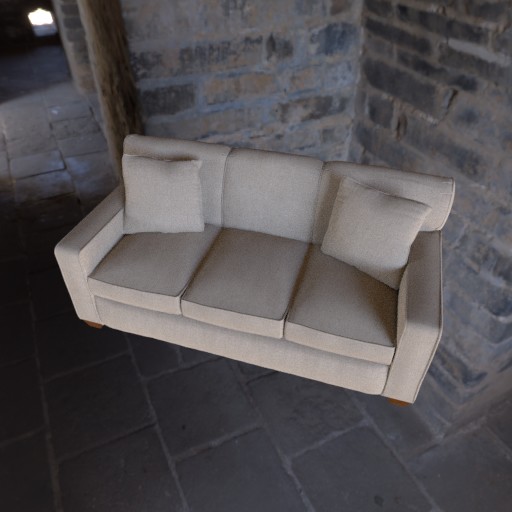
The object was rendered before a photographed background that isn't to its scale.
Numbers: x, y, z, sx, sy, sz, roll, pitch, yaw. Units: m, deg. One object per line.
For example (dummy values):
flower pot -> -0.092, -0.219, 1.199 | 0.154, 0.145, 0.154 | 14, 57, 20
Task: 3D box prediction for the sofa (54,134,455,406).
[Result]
sofa -> 0.000, 0.000, 2.597 | 2.024, 0.958, 0.997 | 11, 41, 13
